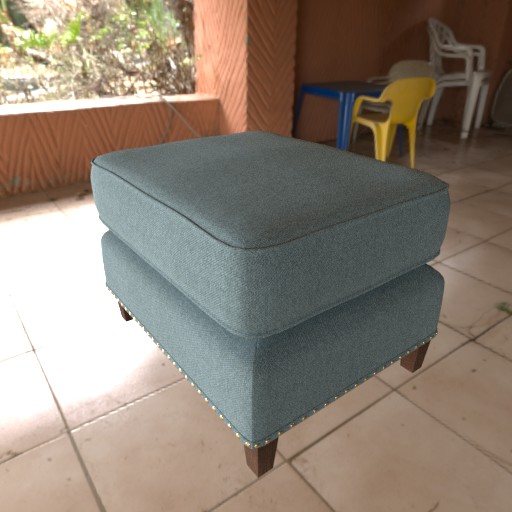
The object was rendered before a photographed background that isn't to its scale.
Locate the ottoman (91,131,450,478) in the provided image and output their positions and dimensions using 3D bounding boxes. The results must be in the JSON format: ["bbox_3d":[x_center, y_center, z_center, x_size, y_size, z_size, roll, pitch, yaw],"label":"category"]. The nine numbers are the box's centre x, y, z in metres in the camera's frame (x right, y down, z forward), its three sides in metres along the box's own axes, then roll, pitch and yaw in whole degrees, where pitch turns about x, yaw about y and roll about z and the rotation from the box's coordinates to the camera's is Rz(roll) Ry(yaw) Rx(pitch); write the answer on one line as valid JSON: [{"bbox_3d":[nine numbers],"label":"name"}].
[{"bbox_3d":[0.000,0.000,1.125,0.589,0.537,0.738,-19,32,-33],"label":"ottoman"}]
